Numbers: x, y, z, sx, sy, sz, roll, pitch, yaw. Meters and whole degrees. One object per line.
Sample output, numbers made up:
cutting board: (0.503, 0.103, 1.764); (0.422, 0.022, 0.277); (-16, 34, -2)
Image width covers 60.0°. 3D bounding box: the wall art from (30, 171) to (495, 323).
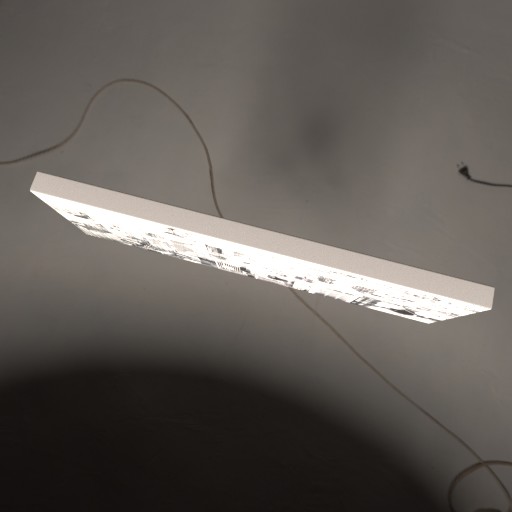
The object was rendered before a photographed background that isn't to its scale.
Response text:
wall art: (0.000, 0.000, 0.836); (0.763, 0.255, 0.038); (14, 77, 3)
